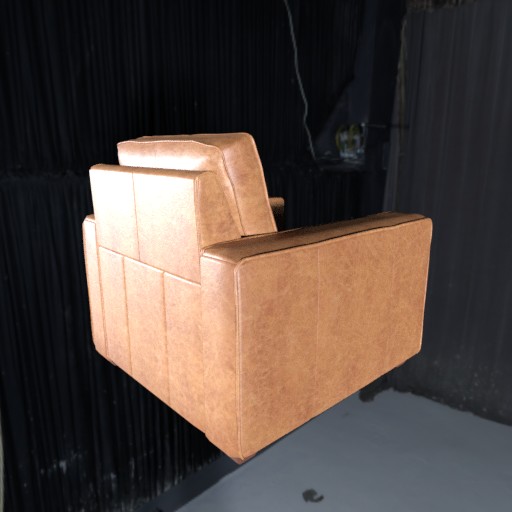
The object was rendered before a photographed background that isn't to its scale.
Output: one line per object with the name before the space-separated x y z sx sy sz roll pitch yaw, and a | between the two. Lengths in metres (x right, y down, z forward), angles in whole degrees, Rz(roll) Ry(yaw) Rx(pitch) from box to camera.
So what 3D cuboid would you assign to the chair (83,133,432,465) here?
chair | 0.000 0.000 1.721 0.987 0.901 1.027 13 19 43
